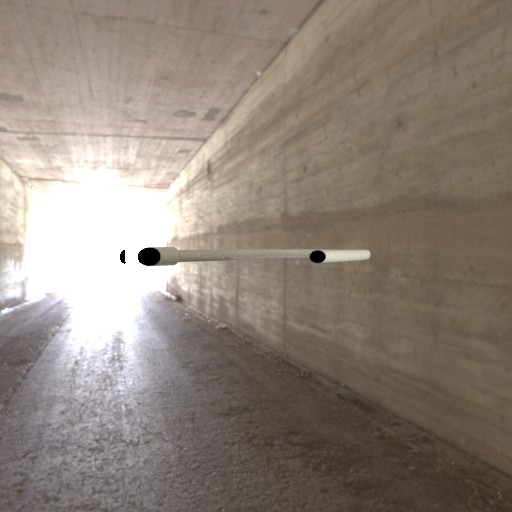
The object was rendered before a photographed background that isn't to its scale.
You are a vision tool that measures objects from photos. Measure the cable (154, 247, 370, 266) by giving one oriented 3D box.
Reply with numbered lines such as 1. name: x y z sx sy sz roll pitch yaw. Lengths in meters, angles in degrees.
1. cable: 0.000 0.000 0.108 0.041 0.005 0.098 1 1 36
